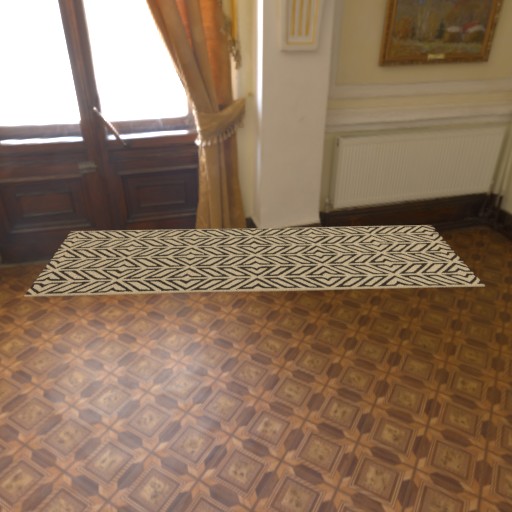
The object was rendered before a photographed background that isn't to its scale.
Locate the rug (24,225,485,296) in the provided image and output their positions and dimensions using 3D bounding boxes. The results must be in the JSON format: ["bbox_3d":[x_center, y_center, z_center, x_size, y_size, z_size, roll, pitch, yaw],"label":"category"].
[{"bbox_3d":[0.000,0.000,2.664,2.435,0.009,0.750,-1,30,-2],"label":"rug"}]
